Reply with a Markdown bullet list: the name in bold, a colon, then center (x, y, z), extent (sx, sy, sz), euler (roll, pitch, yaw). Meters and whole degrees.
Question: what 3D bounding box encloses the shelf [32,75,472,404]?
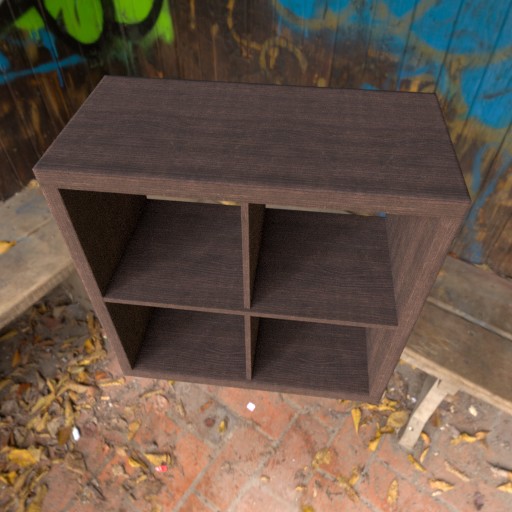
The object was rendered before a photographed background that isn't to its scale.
- **shelf**: center (0.000, 0.000, 1.209), extent (0.790, 0.786, 0.390), euler (5, 47, 5)
